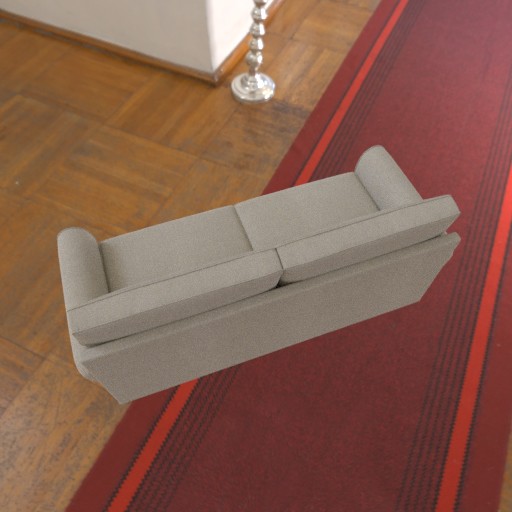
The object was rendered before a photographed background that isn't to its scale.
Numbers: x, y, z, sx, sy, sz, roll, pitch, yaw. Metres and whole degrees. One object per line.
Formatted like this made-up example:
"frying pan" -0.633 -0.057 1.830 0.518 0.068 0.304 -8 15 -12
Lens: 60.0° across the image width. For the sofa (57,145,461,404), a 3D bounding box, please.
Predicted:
"sofa" 0.000 0.000 2.625 2.146 0.962 0.901 -17 59 -11
